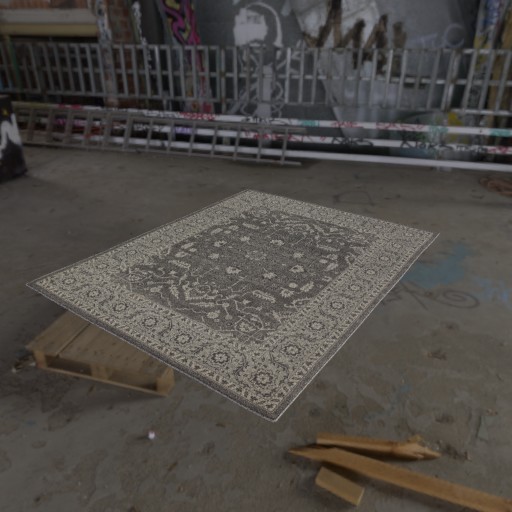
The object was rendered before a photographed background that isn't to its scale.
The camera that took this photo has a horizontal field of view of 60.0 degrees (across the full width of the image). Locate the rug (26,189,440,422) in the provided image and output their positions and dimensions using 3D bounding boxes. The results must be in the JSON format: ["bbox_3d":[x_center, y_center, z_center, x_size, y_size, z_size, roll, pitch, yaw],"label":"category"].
[{"bbox_3d":[0.000,0.000,4.086,2.451,0.026,3.069,18,32,31],"label":"rug"}]
